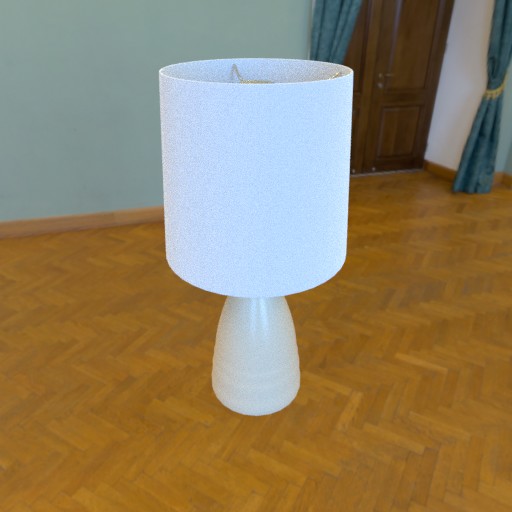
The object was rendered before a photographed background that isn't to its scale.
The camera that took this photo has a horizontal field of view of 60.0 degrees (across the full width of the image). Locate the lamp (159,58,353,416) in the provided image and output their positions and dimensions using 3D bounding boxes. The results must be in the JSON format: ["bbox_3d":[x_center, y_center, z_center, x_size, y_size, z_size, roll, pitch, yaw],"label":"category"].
[{"bbox_3d":[0.000,0.000,0.471,0.186,0.369,0.186,0,30,0],"label":"lamp"}]
